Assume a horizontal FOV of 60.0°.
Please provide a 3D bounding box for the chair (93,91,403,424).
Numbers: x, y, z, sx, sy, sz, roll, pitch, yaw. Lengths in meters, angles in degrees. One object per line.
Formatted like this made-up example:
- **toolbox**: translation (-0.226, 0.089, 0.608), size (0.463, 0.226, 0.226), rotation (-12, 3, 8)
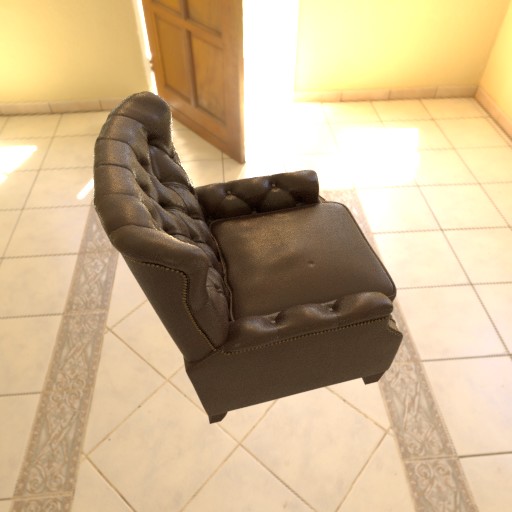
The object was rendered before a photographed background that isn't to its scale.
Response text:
- **chair**: translation (0.000, 0.000, 1.444), size (0.823, 0.864, 0.709), rotation (-11, 48, -10)
